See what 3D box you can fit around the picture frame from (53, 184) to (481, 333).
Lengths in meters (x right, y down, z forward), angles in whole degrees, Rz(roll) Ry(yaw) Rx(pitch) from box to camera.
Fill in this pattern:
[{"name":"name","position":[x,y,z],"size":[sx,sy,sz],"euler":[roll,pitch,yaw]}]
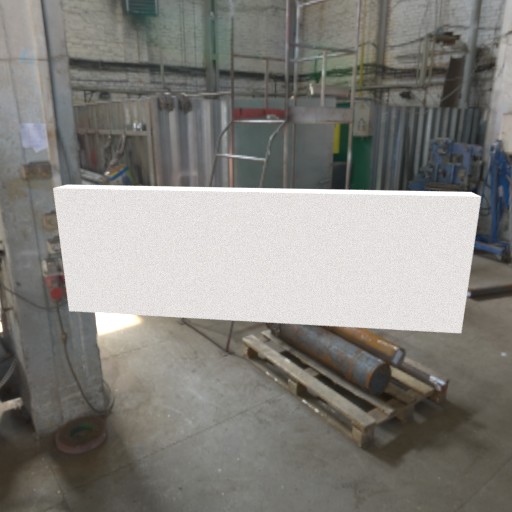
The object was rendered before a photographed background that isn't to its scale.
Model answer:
[{"name":"picture frame","position":[0.000,0.000,0.840],"size":[0.759,0.250,0.050],"euler":[2,17,7]}]
